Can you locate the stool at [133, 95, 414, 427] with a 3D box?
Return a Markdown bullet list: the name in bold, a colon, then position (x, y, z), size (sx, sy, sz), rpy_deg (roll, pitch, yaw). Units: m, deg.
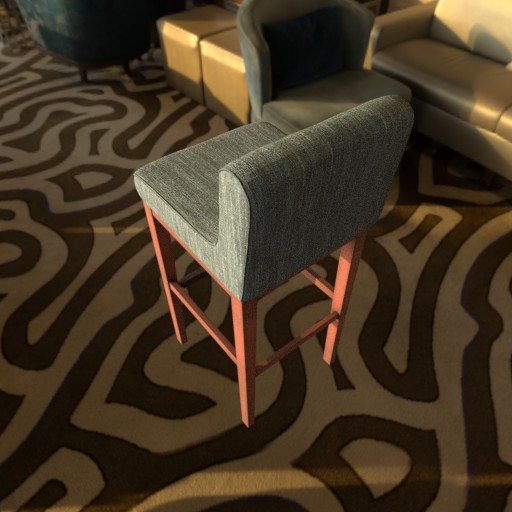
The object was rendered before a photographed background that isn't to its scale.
- **stool**: position (0.000, 0.000, 1.234), size (0.426, 0.965, 0.499), rpy_deg (-29, 52, -26)
